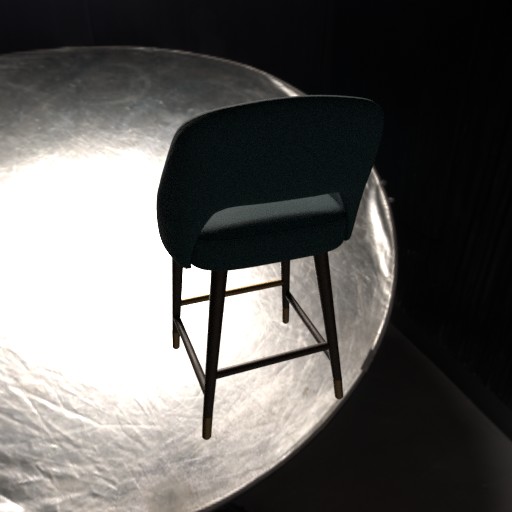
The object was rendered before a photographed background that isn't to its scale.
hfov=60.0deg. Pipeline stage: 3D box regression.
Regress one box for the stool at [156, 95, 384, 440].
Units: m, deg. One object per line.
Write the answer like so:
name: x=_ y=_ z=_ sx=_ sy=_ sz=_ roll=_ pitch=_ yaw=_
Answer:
stool: x=0.000 y=0.000 z=1.270 sx=0.536 sy=0.939 sz=0.522 roll=-10 pitch=30 yaw=-18
